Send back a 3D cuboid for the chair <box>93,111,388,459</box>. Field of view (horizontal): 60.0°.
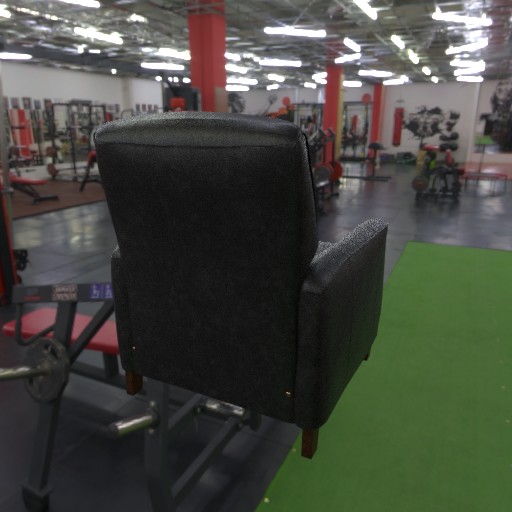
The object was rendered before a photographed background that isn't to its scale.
[{"bbox_3d":[0.000,0.000,1.666,0.848,1.014,0.864,8,18,27],"label":"chair"}]
